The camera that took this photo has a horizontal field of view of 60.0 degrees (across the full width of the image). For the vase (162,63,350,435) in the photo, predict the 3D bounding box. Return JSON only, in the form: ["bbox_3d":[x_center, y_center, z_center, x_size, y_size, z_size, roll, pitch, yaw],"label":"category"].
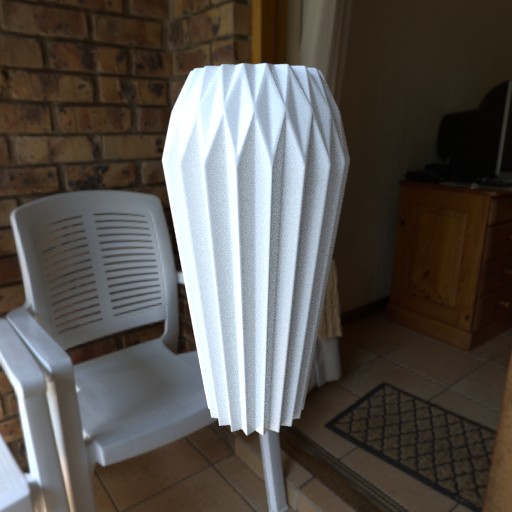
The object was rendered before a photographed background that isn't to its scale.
[{"bbox_3d":[0.000,0.000,0.340,0.133,0.263,0.133,0,16,0],"label":"vase"}]
